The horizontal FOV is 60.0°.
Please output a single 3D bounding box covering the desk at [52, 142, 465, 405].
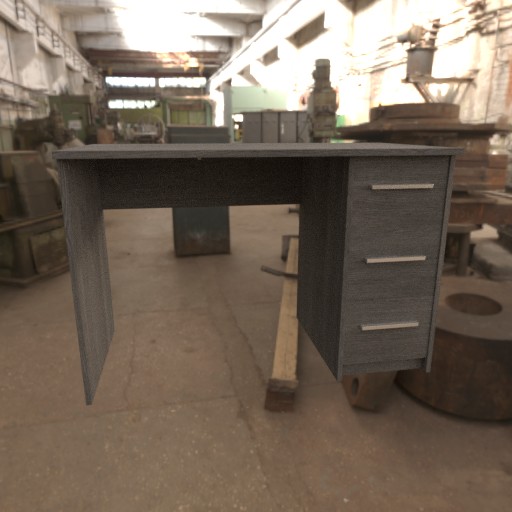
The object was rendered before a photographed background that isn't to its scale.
[{"bbox_3d":[0.000,0.000,1.524,1.097,0.735,0.560,-3,16,-9],"label":"desk"}]
